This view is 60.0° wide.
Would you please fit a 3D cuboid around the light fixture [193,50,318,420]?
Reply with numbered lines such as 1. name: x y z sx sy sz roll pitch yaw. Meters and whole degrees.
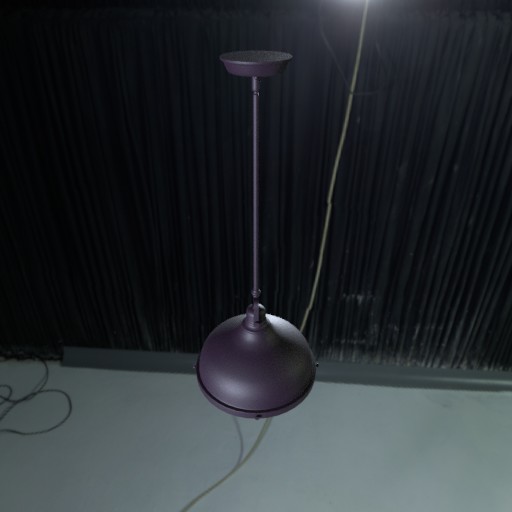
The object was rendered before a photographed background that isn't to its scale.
1. light fixture: 0.000 0.000 1.020 0.341 0.849 0.341 -1 33 -1
